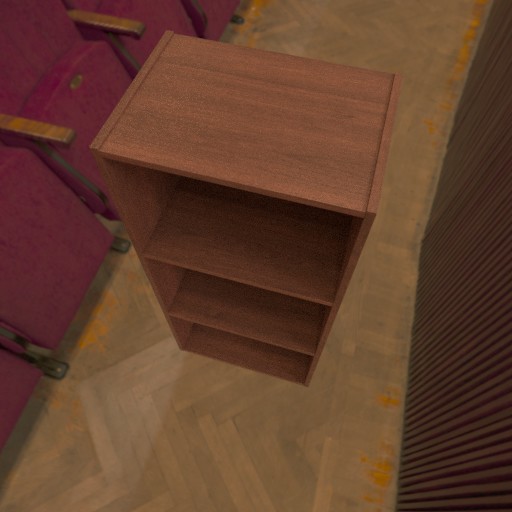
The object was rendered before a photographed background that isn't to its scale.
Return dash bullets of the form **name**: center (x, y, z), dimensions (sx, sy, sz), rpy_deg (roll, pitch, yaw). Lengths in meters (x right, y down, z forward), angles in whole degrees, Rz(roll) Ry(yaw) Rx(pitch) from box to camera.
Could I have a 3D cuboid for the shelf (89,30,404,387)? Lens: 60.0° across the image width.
- **shelf**: center (0.000, 0.000, 1.050), dimensions (0.414, 0.879, 0.290), rpy_deg (14, 60, 8)
